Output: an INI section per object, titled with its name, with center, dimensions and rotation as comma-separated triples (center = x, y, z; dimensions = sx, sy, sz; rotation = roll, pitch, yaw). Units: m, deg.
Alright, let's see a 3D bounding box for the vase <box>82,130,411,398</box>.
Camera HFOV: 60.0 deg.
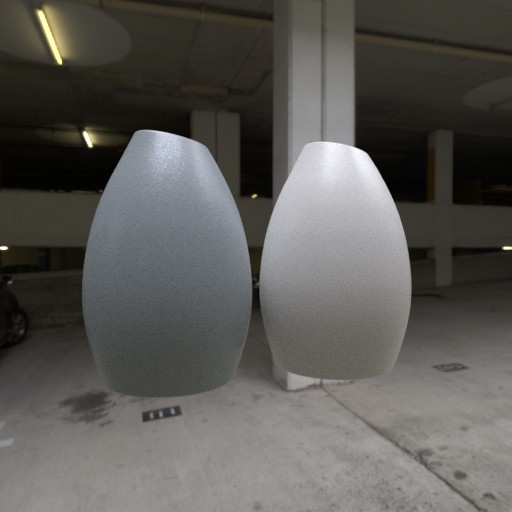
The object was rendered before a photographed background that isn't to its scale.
[vase]
center = 0.000, 0.000, 0.255
dimensions = 0.187, 0.131, 0.089
rotation = 0, 2, -16
